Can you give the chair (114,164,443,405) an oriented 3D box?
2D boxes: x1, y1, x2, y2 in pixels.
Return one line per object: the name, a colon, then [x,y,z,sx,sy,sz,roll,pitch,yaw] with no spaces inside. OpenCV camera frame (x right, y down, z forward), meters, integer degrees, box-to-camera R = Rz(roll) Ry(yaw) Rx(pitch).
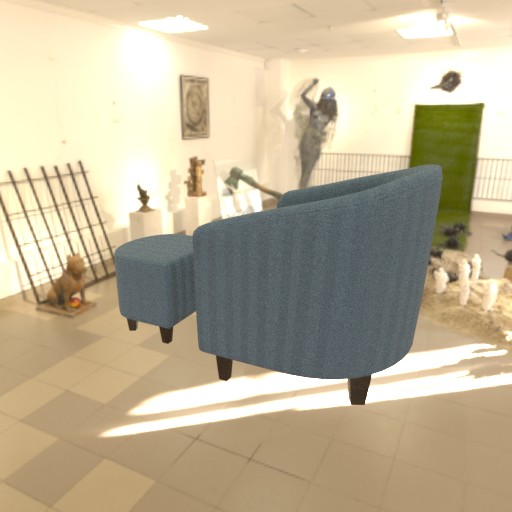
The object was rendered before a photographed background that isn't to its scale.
chair: [0.000,0.000,1.746,1.288,0.757,0.756,8,19,25]
